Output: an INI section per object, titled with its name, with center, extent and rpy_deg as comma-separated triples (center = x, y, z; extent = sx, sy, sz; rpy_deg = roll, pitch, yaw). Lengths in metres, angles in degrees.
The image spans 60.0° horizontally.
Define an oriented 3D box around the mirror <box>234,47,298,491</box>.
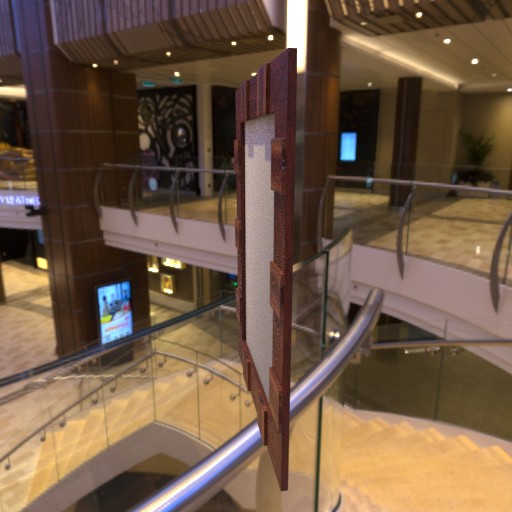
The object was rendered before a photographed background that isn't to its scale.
[mirror]
center = 0.000, 0.000, 1.058
extent = 0.021, 0.805, 0.600
rpy_deg = -3, 15, -10
